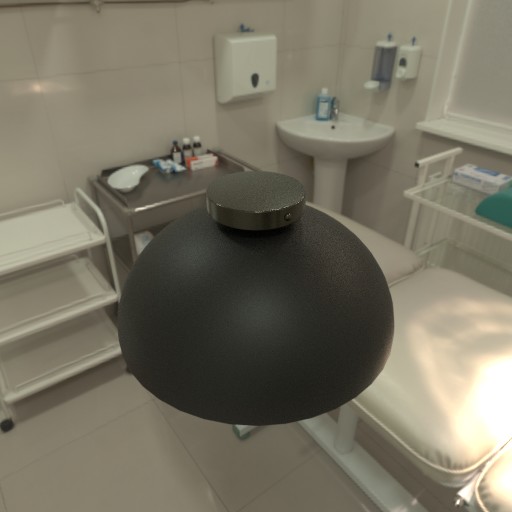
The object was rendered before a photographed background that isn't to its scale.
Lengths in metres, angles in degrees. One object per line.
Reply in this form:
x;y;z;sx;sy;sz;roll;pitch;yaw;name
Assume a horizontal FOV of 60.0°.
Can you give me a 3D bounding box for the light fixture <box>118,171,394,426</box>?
0.000;0.000;0.545;0.355;0.177;0.355;0;32;0;light fixture
